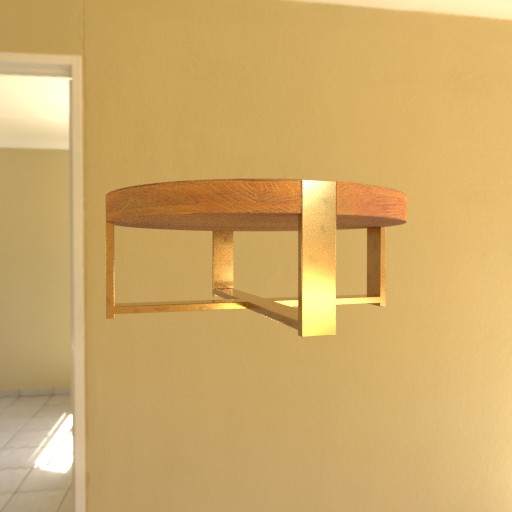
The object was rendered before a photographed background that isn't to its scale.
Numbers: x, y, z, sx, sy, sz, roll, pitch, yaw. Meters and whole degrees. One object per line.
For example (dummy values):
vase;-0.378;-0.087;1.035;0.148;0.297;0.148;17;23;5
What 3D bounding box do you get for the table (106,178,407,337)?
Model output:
table;0.000;0.000;1.716;1.100;0.420;1.100;0;1;0
